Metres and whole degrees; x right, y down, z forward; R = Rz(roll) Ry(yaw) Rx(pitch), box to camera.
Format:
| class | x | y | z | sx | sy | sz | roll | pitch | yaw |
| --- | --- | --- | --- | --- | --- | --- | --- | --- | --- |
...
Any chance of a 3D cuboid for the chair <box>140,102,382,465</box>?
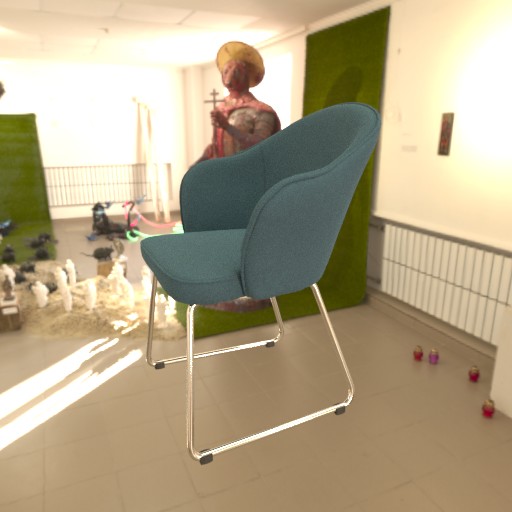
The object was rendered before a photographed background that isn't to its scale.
| class | x | y | z | sx | sy | sz | roll | pitch | yaw |
| --- | --- | --- | --- | --- | --- | --- | --- | --- | --- |
| chair | 0.000 | 0.000 | 1.225 | 0.585 | 0.815 | 0.570 | -7 | 18 | -24 |
